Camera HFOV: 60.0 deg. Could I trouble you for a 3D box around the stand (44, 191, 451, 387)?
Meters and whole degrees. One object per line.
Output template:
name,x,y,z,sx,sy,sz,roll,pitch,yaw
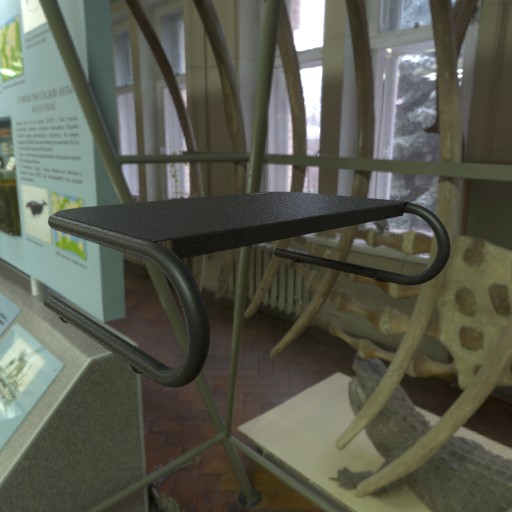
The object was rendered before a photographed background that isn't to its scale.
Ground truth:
stand,0.000,0.000,0.493,0.370,0.108,0.280,-12,18,-42
